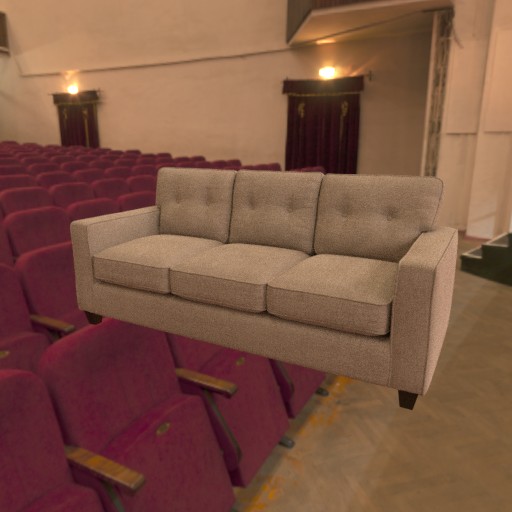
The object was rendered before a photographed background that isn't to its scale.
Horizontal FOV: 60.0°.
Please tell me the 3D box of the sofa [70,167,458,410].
[{"bbox_3d":[0.000,0.000,2.636,2.133,0.965,0.939,8,16,27],"label":"sofa"}]
